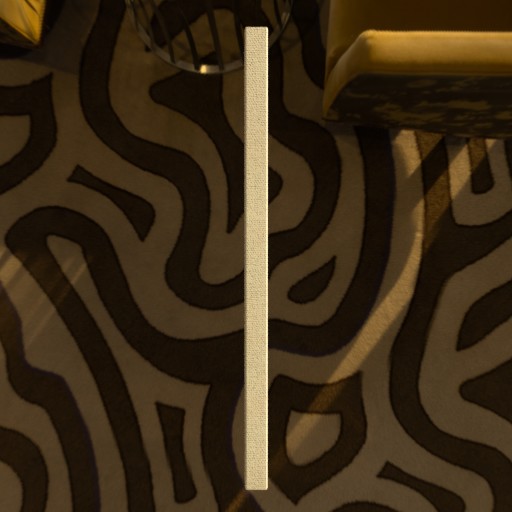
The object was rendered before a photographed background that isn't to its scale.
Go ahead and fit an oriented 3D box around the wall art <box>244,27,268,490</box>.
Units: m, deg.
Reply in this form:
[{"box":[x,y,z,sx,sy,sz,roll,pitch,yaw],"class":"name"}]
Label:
[{"box":[0.000,0.000,0.881,0.034,0.605,0.605,0,91,0],"class":"wall art"}]
